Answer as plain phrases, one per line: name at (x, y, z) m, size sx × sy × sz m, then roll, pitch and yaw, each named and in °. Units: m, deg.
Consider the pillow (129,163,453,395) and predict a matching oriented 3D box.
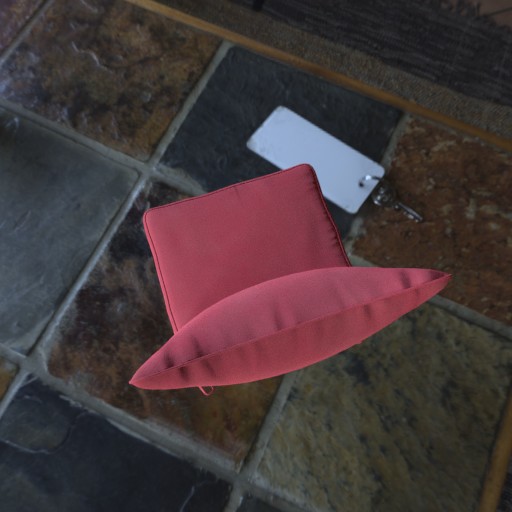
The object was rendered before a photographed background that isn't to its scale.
pillow at (0.000, 0.000, 1.392) m, size 0.798 × 0.725 × 0.733 m, roll -18°, pitch 75°, yaw -5°
